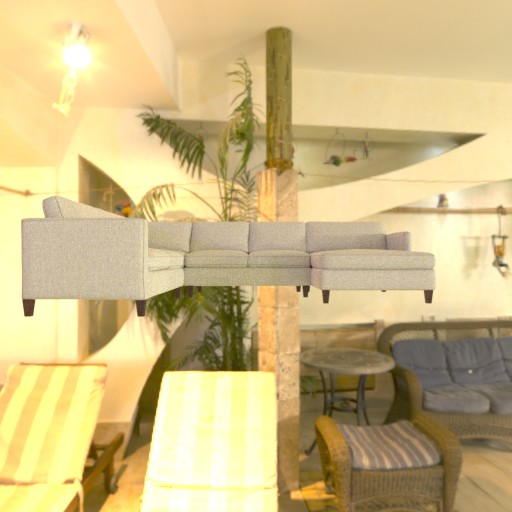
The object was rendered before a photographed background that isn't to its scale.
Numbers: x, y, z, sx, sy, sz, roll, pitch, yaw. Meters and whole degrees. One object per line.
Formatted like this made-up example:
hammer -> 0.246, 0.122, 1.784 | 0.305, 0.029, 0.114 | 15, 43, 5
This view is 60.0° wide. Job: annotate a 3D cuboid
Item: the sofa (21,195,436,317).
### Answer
sofa -> 0.000, 0.000, 4.402 | 3.403, 0.889, 2.551 | 0, 0, 0
